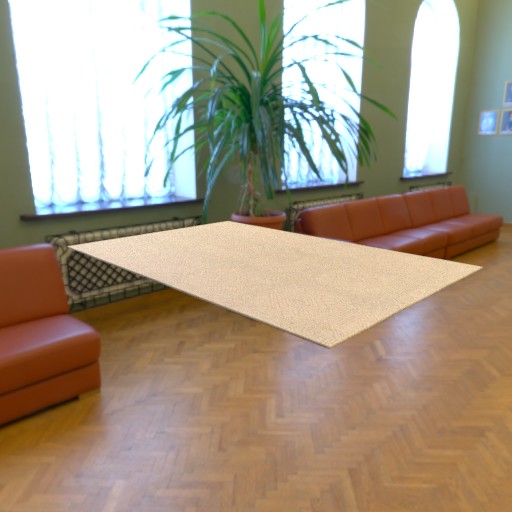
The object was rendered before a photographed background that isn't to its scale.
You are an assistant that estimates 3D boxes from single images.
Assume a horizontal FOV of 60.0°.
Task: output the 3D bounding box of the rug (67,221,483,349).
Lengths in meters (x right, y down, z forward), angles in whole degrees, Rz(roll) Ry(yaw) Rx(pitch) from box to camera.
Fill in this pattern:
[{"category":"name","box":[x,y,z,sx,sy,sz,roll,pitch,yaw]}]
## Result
[{"category":"rug","box":[0.000,0.000,2.324,1.236,0.009,1.839,-14,20,-43]}]
